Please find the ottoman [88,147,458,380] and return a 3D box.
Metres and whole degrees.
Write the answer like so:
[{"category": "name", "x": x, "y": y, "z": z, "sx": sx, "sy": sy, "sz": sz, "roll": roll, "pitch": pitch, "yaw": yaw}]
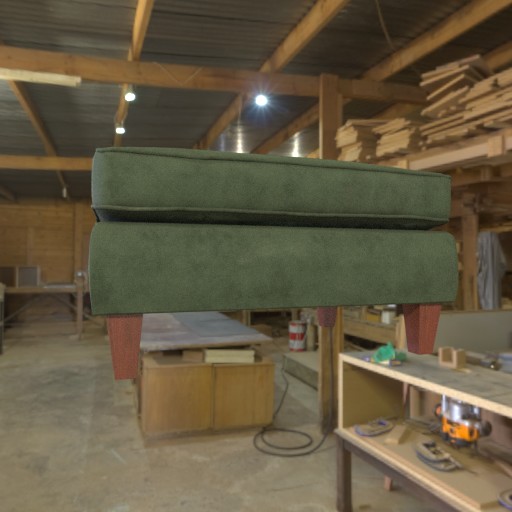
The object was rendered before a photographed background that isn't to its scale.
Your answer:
[{"category": "ottoman", "x": 0.000, "y": 0.000, "z": 1.245, "sx": 0.864, "sy": 0.495, "sz": 0.632, "roll": 0, "pitch": -1, "yaw": -19}]
